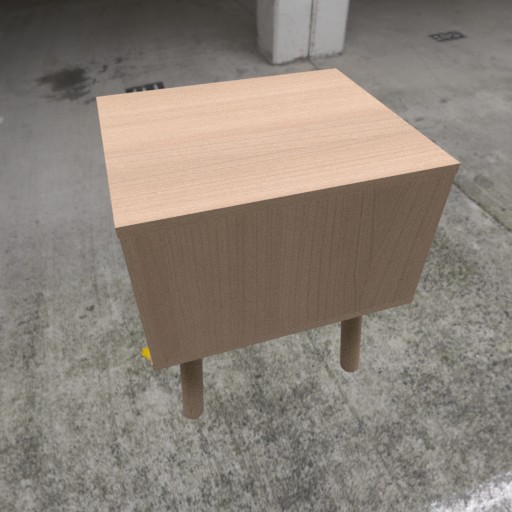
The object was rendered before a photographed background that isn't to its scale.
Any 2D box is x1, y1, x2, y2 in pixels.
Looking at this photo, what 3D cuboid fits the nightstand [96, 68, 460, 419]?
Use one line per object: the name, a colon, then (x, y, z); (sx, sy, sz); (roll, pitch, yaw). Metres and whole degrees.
nightstand: (0.000, 0.000, 0.850); (0.450, 0.530, 0.380); (-12, 43, -13)
